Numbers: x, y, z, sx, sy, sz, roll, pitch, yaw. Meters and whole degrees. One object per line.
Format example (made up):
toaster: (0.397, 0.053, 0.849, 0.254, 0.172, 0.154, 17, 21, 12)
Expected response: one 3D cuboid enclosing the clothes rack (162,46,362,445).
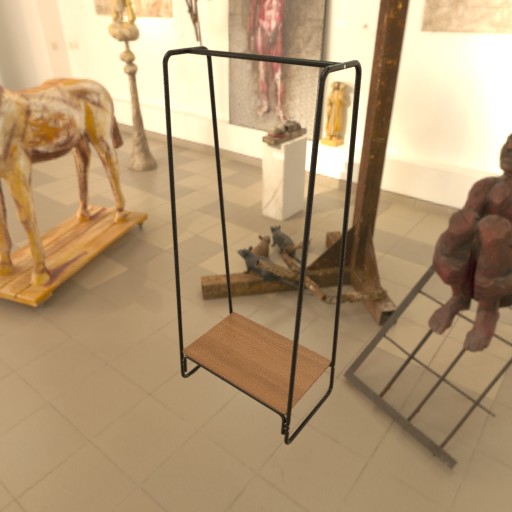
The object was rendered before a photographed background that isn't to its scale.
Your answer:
clothes rack: (0.000, 0.000, 1.800, 0.640, 1.500, 0.400, 22, 37, 32)
